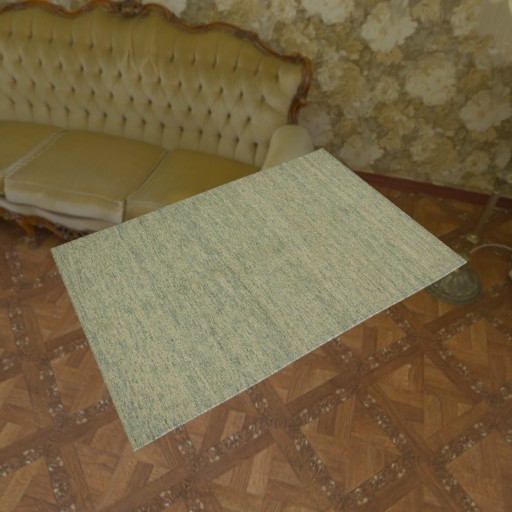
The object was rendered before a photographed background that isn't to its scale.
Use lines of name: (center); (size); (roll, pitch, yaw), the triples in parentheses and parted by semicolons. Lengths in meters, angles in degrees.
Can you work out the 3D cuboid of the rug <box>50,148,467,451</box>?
rug: (0.000, 0.000, 2.923); (2.283, 0.013, 1.547); (-24, 51, -21)
